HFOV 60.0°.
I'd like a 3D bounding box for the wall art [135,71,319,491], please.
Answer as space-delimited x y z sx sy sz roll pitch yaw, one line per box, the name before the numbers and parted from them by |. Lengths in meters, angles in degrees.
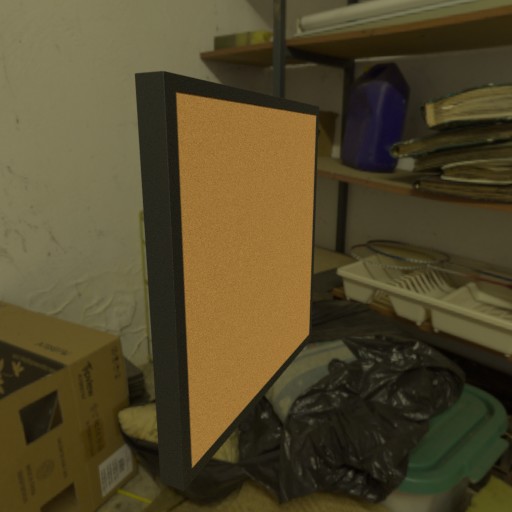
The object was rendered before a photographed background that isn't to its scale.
wall art | 0.000 0.000 0.738 0.037 0.506 0.506 7 16 25
